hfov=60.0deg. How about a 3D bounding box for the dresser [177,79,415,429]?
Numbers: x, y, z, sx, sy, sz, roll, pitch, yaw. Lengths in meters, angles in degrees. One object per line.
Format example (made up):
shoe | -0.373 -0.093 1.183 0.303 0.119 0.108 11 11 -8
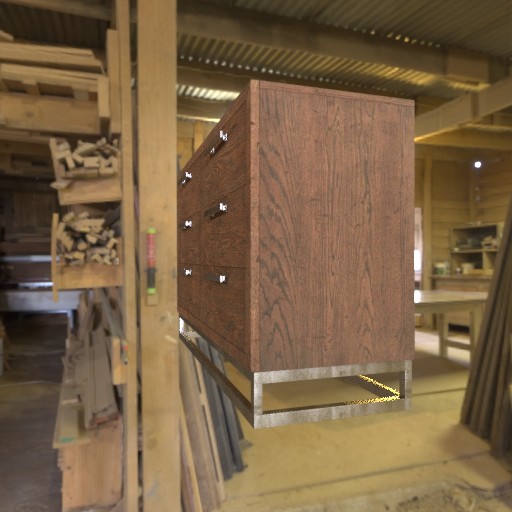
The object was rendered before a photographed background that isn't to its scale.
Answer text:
dresser | 0.000 0.000 2.207 0.623 1.061 1.646 0 0 -18
